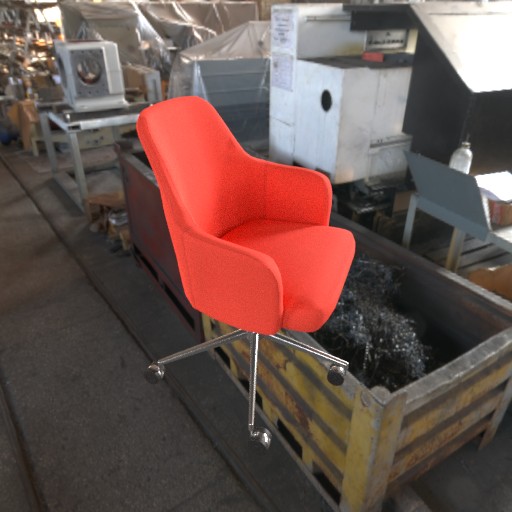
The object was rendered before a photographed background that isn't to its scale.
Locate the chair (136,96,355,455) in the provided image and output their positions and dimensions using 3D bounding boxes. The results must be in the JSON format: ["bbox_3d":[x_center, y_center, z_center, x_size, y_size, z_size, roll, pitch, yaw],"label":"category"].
[{"bbox_3d":[0.000,0.000,1.280,0.600,0.820,0.655,11,32,18],"label":"chair"}]
